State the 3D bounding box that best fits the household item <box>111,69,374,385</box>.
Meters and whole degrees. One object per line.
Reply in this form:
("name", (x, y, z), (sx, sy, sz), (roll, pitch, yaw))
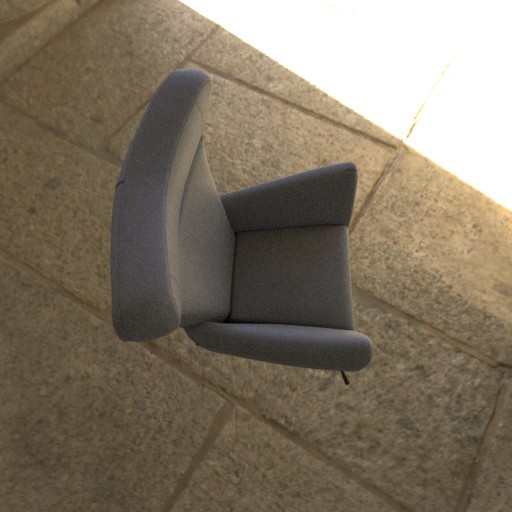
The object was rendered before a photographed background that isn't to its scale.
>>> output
("household item", (0.000, 0.000, 1.769), (0.900, 1.050, 0.980), (2, 62, 1))
